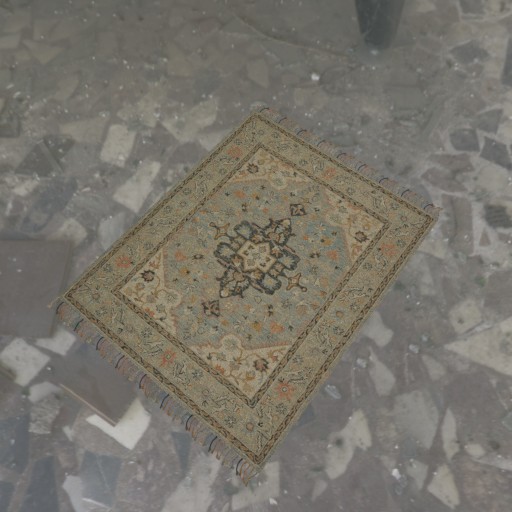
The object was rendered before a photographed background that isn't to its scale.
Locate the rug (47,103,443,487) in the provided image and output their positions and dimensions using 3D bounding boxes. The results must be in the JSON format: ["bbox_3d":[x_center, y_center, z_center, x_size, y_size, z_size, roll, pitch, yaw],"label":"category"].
[{"bbox_3d":[0.000,0.000,3.545,1.971,0.010,2.651,35,69,16],"label":"rug"}]
